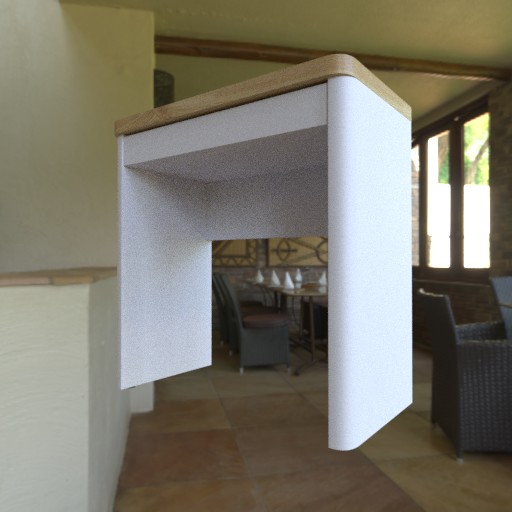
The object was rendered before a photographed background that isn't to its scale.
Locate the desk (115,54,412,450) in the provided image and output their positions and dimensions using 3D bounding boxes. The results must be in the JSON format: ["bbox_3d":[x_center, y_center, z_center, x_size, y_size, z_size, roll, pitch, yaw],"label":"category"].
[{"bbox_3d":[0.000,0.000,1.257,0.760,0.790,0.440,0,-1,37],"label":"desk"}]
